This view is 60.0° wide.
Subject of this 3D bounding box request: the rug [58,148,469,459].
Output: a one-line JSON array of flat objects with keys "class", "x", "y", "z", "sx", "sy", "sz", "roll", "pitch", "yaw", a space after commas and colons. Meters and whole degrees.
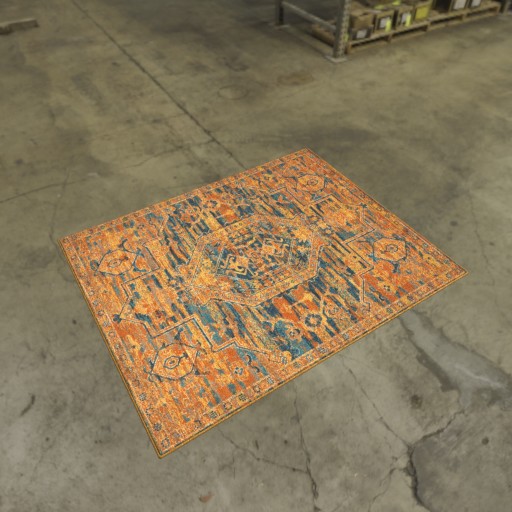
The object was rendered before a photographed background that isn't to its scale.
[{"class": "rug", "x": 0.000, "y": 0.000, "z": 4.169, "sx": 3.040, "sy": 0.031, "sz": 2.435, "roll": -25, "pitch": 51, "yaw": -22}]
